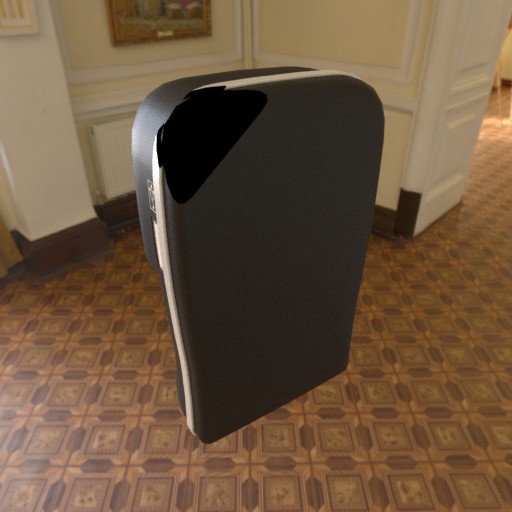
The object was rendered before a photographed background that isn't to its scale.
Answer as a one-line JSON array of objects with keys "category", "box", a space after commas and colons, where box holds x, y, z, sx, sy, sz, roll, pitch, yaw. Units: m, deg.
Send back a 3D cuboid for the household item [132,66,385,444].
[{"category": "household item", "box": [0.000, 0.000, 0.146, 0.070, 0.114, 0.038, -19, 36, -28]}]
